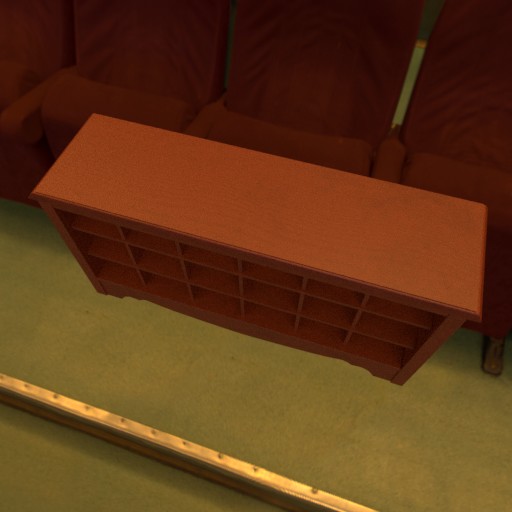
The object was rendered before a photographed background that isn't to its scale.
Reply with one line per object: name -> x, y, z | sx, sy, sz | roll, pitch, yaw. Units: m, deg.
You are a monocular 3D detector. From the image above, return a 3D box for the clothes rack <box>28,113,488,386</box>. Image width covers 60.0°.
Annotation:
clothes rack -> 0.000, 0.000, 1.493 | 1.251, 0.594, 0.362 | 15, 59, 9
